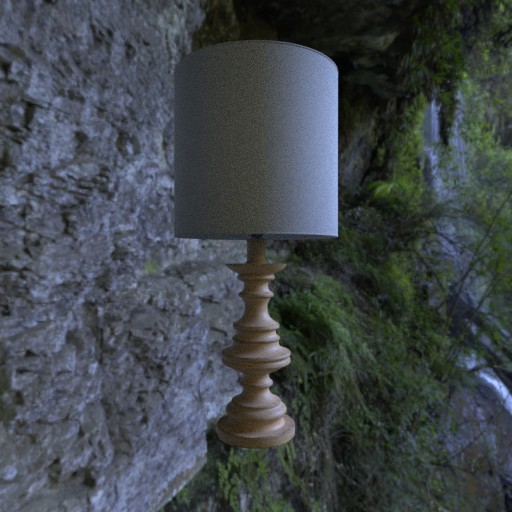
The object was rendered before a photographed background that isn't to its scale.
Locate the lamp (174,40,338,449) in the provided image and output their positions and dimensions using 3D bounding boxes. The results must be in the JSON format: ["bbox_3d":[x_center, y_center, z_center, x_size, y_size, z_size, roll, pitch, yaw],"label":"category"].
[{"bbox_3d":[0.000,0.000,0.572,0.208,0.455,0.208,0,0,17],"label":"lamp"}]
